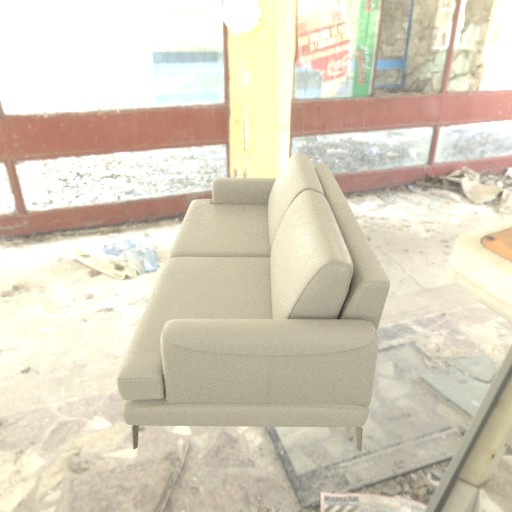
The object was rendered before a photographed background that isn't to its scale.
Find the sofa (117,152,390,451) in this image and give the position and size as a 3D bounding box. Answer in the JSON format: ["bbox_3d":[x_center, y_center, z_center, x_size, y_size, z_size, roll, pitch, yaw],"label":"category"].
[{"bbox_3d":[0.000,0.000,2.396,0.974,0.765,1.940,0,26,0],"label":"sofa"}]
